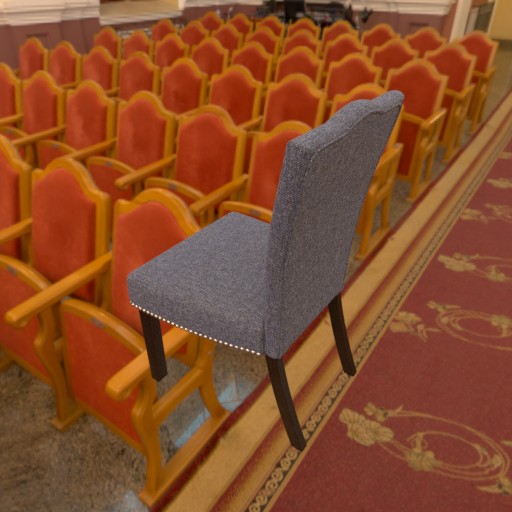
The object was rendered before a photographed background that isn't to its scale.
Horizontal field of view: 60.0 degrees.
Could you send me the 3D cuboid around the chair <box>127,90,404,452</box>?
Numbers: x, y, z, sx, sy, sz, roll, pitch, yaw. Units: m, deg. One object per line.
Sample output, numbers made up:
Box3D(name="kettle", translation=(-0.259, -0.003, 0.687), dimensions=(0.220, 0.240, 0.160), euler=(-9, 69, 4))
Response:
Box3D(name="chair", translation=(0.000, 0.000, 1.292), dimensions=(0.589, 0.946, 0.518), euler=(21, 38, 29))
